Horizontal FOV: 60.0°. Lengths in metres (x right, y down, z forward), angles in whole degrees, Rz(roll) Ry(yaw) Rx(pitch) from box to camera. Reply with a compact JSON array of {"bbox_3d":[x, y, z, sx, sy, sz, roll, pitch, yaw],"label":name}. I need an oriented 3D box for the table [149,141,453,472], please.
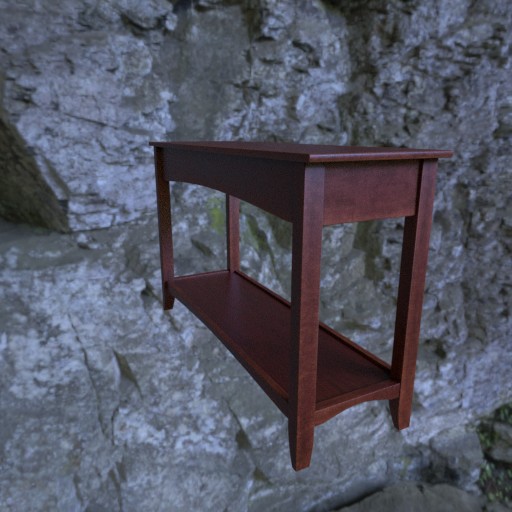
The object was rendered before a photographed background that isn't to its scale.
[{"bbox_3d":[0.000,0.000,1.517,0.392,0.739,1.188,-8,17,-26],"label":"table"}]
